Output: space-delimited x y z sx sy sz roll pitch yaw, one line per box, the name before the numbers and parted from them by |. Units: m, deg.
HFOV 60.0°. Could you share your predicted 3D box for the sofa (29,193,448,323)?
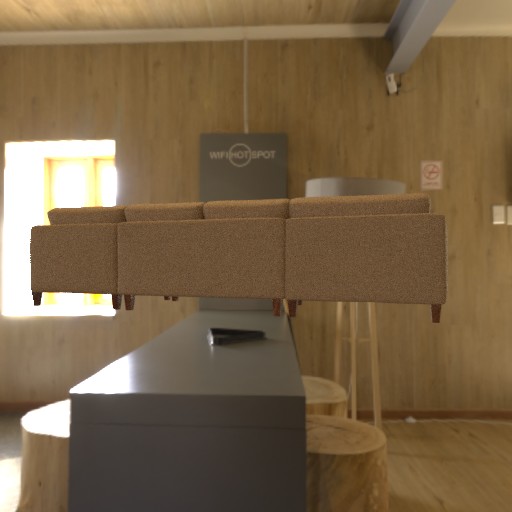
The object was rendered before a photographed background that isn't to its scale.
sofa | 0.000 0.000 4.555 3.403 0.889 2.551 0 0 17
